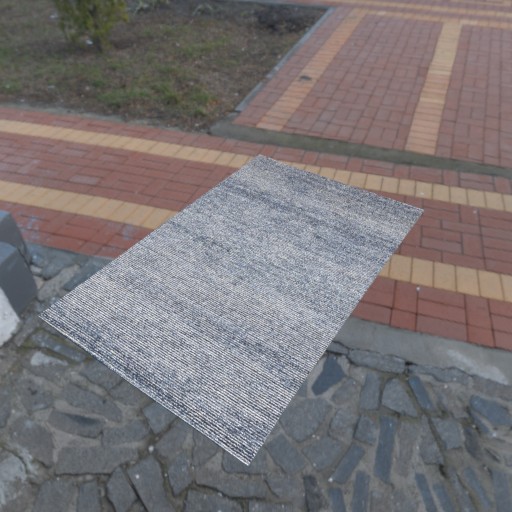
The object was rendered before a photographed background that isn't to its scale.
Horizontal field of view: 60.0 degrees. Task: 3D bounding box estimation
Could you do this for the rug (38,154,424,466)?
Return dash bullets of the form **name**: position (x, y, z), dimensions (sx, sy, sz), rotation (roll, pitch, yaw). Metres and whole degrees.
- **rug**: position (0.000, 0.000, 2.227), dimensions (1.135, 0.010, 1.740), rotation (25, 48, 25)
